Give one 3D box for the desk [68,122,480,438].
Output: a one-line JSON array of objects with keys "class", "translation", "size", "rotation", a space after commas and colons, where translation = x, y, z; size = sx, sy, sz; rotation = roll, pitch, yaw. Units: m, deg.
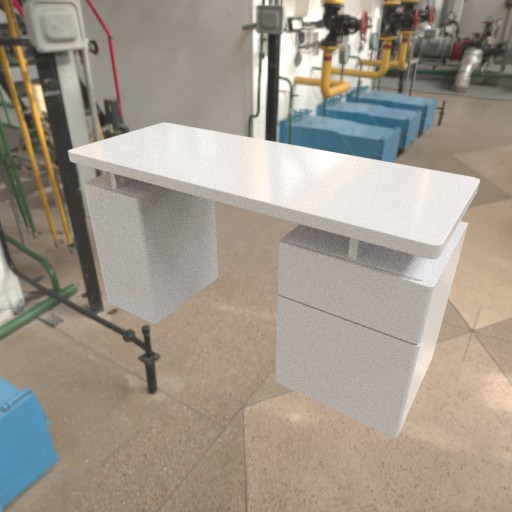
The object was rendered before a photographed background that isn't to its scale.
[{"class": "desk", "translation": [0.000, 0.000, 1.770], "size": [1.400, 0.762, 0.550], "rotation": [18, 35, 28]}]
